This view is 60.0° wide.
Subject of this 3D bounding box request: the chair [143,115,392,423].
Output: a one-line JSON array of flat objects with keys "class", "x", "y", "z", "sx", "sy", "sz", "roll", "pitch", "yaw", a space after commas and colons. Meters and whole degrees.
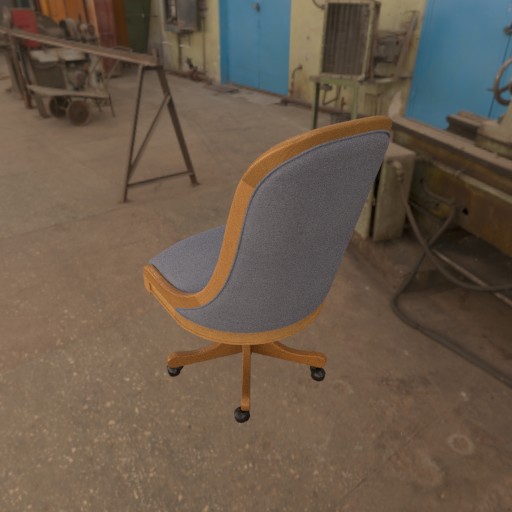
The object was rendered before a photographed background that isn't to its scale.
[{"class": "chair", "x": 0.000, "y": 0.000, "z": 1.473, "sx": 0.605, "sy": 1.031, "sz": 0.735, "roll": -21, "pitch": 37, "yaw": -30}]
